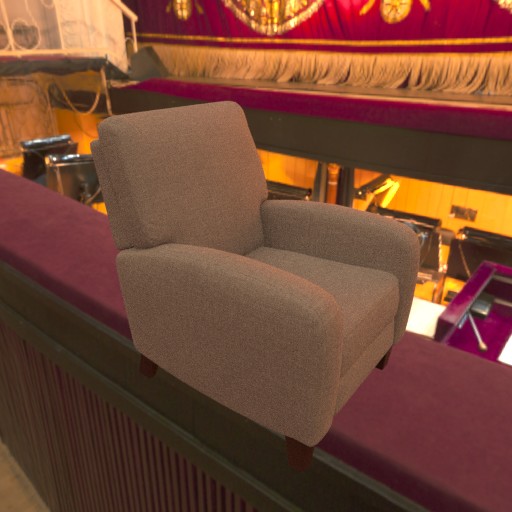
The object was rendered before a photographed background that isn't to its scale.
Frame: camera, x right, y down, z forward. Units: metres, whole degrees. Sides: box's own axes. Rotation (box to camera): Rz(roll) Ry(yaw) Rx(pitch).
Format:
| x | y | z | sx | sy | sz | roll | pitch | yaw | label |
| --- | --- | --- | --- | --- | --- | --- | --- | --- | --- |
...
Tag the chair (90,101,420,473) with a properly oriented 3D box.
| x | y | z | sx | sy | sz | roll | pitch | yaw | label |
| --- | --- | --- | --- | --- | --- | --- | --- | --- | --- |
| 0.000 | 0.000 | 1.621 | 0.990 | 0.990 | 0.762 | 18 | 31 | 33 | chair |
